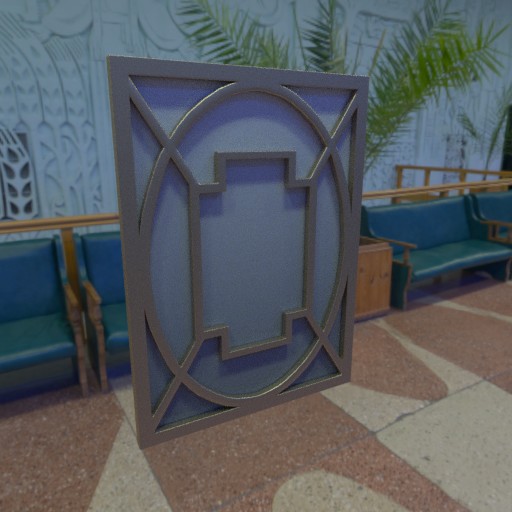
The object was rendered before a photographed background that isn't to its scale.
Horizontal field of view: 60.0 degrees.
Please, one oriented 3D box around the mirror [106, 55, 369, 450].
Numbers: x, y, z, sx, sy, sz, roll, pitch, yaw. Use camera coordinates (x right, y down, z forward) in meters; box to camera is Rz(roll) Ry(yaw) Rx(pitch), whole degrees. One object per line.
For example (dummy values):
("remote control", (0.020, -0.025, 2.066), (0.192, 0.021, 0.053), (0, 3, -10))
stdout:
("mirror", (0.000, 0.000, 1.297), (0.756, 1.023, 0.032), (-8, 17, -27))
